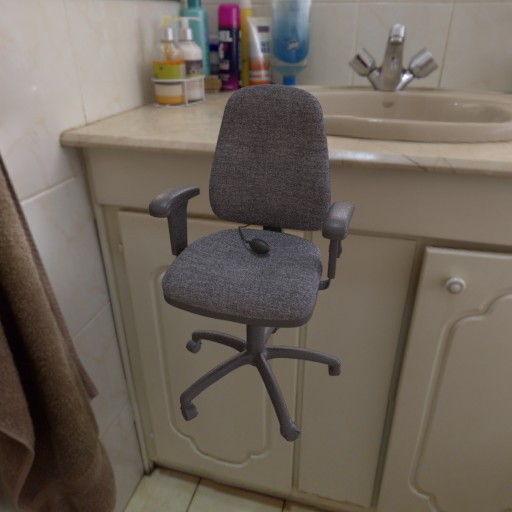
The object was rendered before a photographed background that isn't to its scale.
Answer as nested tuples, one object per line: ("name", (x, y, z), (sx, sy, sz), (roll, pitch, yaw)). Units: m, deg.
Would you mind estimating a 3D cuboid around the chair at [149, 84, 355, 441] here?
("chair", (0.000, 0.000, 1.297), (0.550, 0.910, 0.530), (8, 29, 15))
